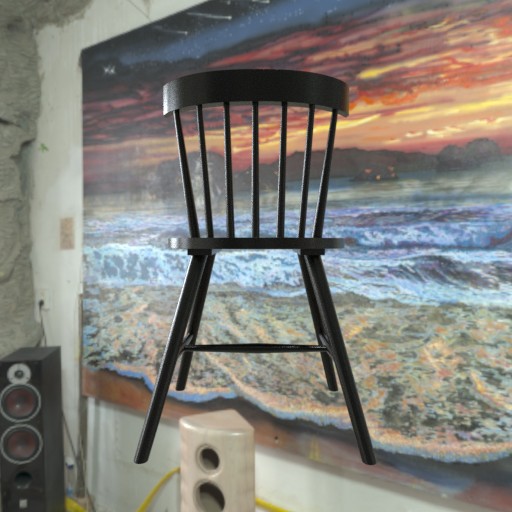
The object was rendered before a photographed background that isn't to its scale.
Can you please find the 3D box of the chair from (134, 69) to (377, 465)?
[{"bbox_3d":[0.000,0.000,1.138,0.506,0.844,0.483,0,2,1],"label":"chair"}]
